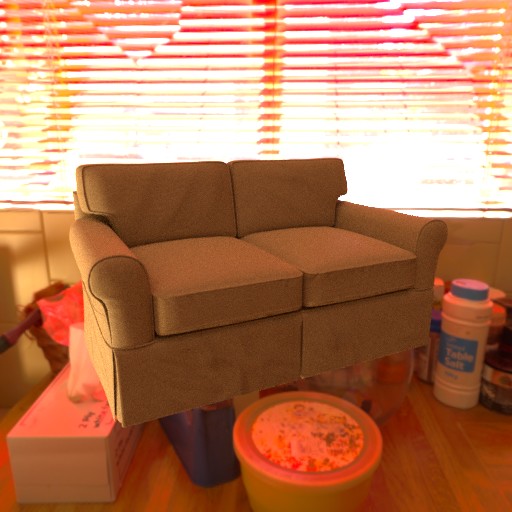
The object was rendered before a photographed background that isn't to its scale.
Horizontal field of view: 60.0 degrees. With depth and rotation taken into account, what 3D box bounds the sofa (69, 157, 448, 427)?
[{"bbox_3d":[0.000,0.000,2.297,1.727,0.940,0.991,-7,17,-25],"label":"sofa"}]
